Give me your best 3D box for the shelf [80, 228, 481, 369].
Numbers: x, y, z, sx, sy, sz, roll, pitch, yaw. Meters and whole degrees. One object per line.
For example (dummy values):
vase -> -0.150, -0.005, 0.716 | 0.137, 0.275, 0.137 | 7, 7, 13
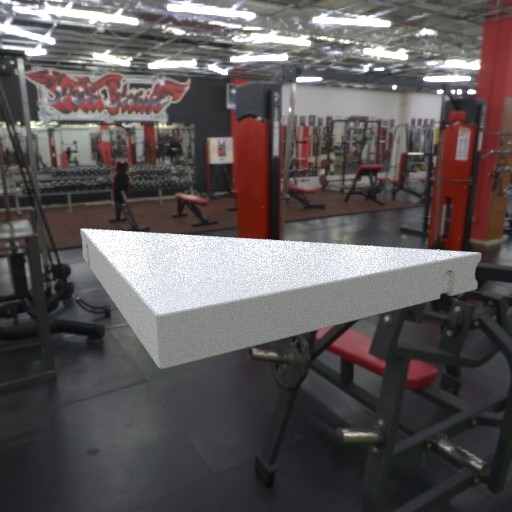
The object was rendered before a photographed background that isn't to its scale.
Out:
shelf -> 0.000, 0.000, 0.451 | 0.296, 0.035, 0.296 | -8, 17, -28
